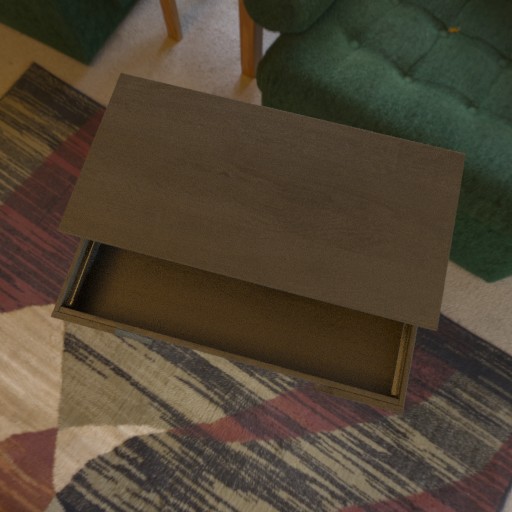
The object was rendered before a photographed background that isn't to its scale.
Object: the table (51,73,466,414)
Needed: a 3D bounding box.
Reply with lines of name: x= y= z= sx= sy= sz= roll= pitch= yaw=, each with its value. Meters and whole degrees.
table: x=0.000 y=0.000 z=1.433 sx=1.000 sy=0.570 sz=0.711 roll=15 pitch=76 yaw=4
